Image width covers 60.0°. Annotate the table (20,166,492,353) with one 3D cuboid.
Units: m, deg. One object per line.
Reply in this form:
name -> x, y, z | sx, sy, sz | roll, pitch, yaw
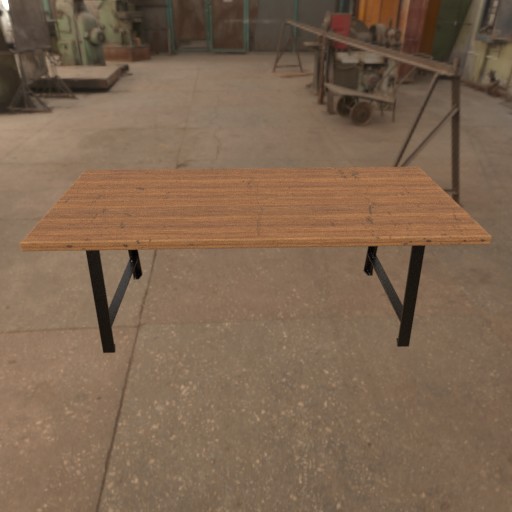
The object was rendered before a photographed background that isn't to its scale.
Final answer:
table -> 0.000, 0.000, 2.679 | 2.200, 0.757, 1.000 | -1, 30, -1
